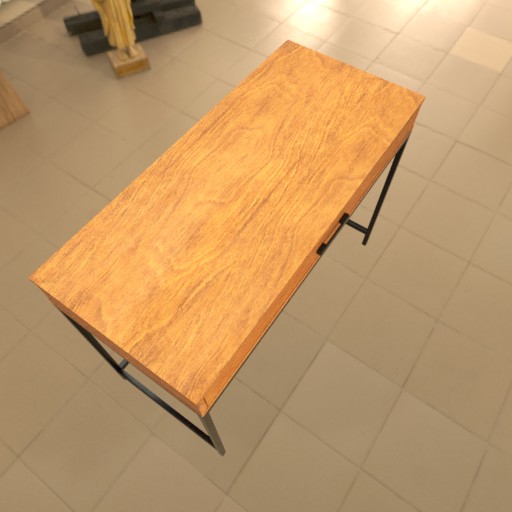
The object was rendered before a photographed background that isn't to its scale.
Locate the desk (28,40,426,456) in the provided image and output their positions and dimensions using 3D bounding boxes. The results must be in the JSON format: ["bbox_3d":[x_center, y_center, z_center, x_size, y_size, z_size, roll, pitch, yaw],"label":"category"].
[{"bbox_3d":[0.000,0.000,1.412,0.470,0.762,1.016,31,64,17],"label":"desk"}]
